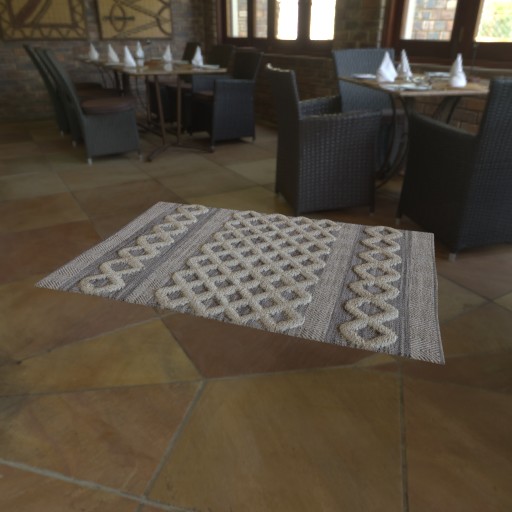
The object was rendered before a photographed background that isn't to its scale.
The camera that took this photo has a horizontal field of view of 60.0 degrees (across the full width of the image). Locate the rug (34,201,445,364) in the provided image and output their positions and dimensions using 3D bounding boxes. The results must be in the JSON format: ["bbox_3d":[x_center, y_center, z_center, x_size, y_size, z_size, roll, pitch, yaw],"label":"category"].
[{"bbox_3d":[0.000,0.000,2.357,1.823,0.030,1.222,8,28,16],"label":"rug"}]
